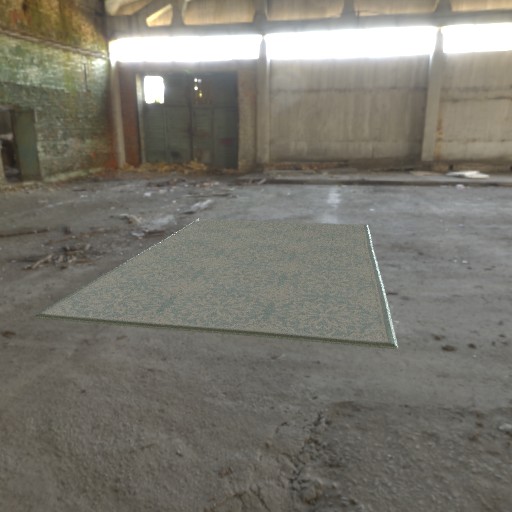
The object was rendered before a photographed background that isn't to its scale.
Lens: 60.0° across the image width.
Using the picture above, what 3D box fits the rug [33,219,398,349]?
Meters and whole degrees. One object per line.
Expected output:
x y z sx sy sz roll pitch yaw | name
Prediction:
0.000 0.000 2.294 1.219 0.012 1.840 3 16 11 | rug
